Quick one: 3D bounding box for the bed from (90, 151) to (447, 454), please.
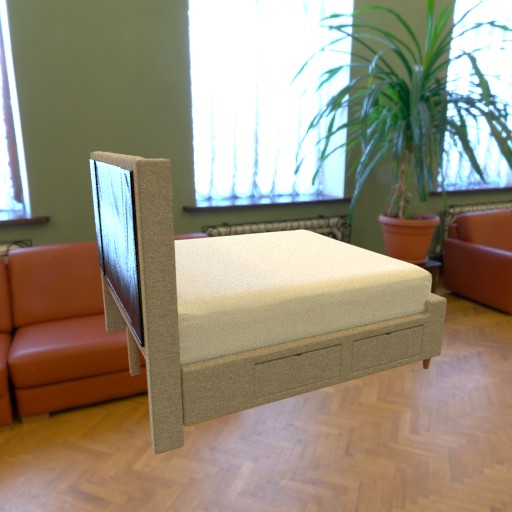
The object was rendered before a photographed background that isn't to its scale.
[{"bbox_3d":[0.000,0.000,3.819,2.372,1.748,2.044,-7,16,-25],"label":"bed"}]
